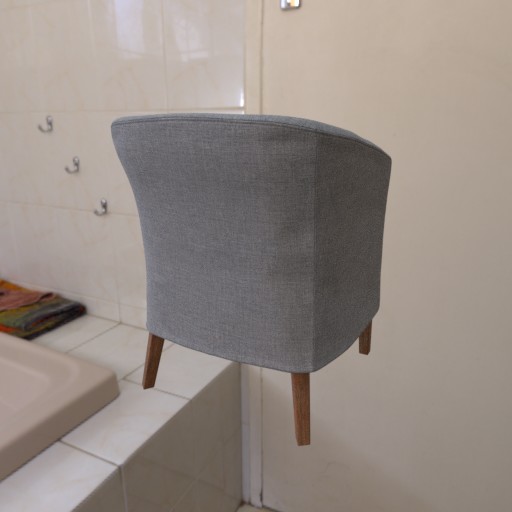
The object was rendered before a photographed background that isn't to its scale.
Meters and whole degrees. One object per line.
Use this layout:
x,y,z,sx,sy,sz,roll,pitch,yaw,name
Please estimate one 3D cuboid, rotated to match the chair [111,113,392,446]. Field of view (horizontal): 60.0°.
0.000,0.000,1.279,0.600,0.771,0.668,9,19,28,chair
